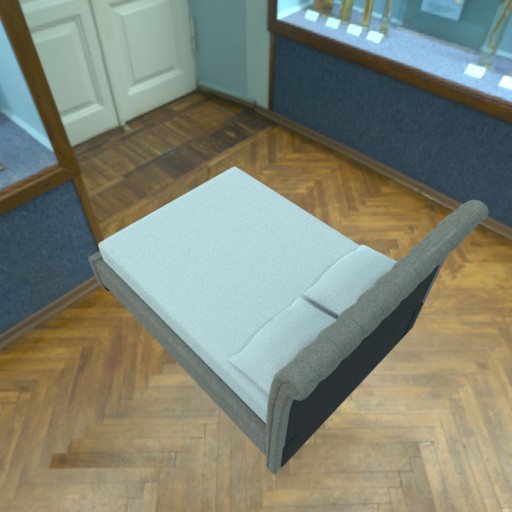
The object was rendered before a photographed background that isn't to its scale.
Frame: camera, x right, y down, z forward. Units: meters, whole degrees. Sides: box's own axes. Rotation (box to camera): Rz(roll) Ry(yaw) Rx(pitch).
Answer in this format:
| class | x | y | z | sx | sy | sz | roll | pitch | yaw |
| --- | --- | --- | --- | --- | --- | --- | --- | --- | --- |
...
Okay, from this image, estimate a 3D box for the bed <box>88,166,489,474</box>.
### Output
| class | x | y | z | sx | sy | sz | roll | pitch | yaw |
| --- | --- | --- | --- | --- | --- | --- | --- | --- | --- |
| bed | 0.000 | 0.000 | 3.231 | 1.645 | 1.371 | 2.252 | -36 | 57 | -28 |
